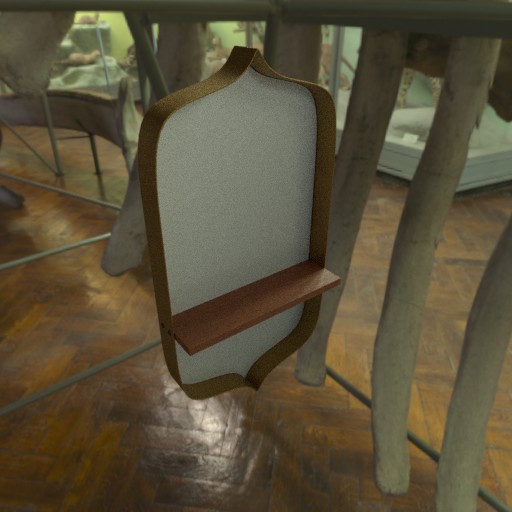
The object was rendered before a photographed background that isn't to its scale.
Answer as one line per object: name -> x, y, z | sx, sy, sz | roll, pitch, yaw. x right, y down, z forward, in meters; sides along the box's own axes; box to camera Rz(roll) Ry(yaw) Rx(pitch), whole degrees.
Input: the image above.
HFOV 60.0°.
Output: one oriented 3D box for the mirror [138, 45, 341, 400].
mirror -> 0.000, 0.000, 0.719 | 0.323, 0.613, 0.096 | -21, 36, -31
